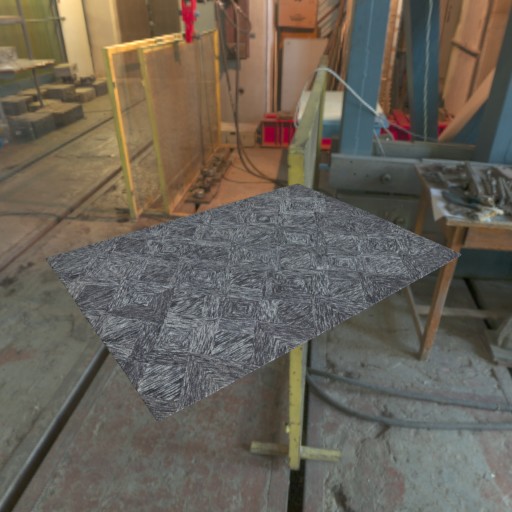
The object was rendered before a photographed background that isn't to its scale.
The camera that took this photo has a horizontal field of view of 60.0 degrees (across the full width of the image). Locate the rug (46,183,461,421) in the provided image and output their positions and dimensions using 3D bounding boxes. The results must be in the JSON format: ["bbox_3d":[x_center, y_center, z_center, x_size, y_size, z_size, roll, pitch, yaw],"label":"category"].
[{"bbox_3d":[0.000,0.000,5.359,4.093,0.020,2.997,-21,36,-32],"label":"rug"}]
